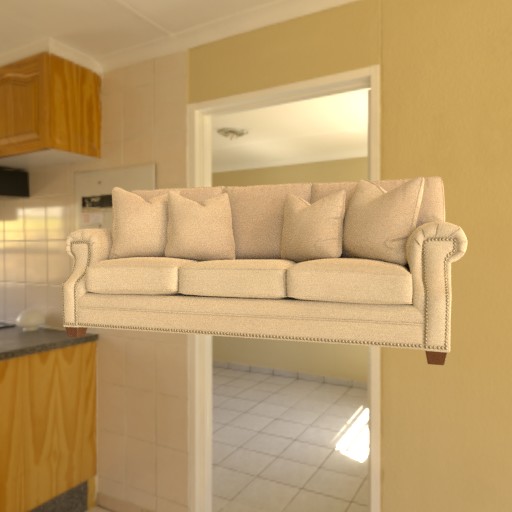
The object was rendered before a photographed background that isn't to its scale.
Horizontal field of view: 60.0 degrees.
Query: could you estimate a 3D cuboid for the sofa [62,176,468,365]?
[{"bbox_3d":[0.000,0.000,2.752,2.312,0.975,0.965,0,0,19],"label":"sofa"}]
